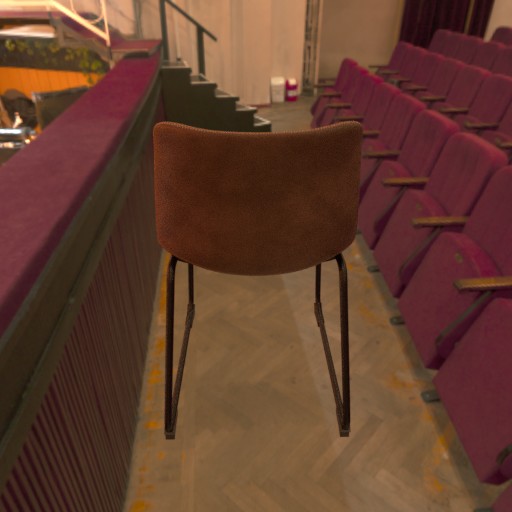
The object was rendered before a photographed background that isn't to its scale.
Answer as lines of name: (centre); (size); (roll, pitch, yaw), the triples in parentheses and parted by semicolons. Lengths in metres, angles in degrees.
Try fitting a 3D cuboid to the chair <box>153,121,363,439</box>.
chair: (0.000, 0.000, 1.106); (0.460, 0.780, 0.551); (-1, 31, -1)
